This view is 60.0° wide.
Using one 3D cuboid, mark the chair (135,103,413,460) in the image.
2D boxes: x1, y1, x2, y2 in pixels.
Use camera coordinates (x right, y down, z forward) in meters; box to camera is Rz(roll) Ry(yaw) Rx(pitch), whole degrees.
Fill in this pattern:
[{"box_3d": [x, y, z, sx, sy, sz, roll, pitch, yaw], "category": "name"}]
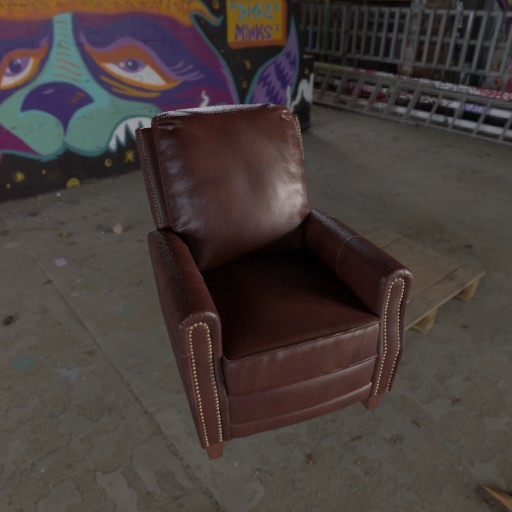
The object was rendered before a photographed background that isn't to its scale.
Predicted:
[{"box_3d": [0.000, 0.000, 1.815, 0.826, 1.022, 1.089, -10, 32, -17], "category": "chair"}]
